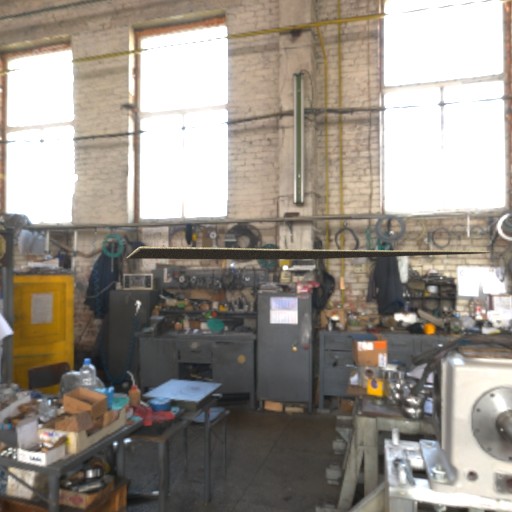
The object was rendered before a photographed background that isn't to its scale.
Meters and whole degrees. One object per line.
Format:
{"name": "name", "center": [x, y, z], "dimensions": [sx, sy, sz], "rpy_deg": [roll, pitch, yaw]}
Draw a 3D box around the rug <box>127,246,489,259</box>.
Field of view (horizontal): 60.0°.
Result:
{"name": "rug", "center": [0.000, 0.000, 5.088], "dimensions": [2.782, 0.025, 3.935], "rpy_deg": [0, -1, -17]}
